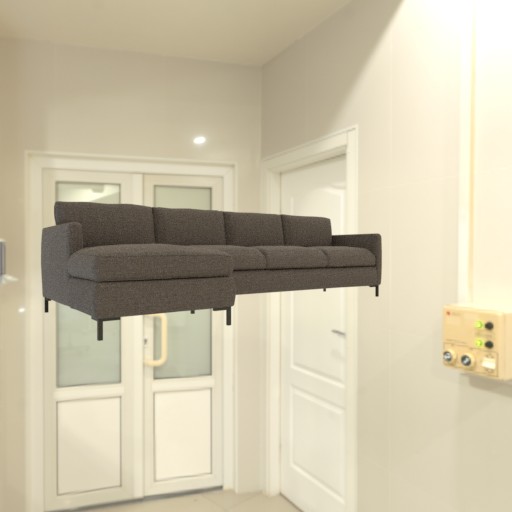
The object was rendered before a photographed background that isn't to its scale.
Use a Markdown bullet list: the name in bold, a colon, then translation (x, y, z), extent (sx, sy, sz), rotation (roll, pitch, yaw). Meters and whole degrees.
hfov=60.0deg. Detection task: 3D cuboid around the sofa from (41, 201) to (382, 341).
- **sofa**: translation (0.000, 0.000, 3.279), extent (2.731, 0.754, 1.258), rotation (0, 1, -37)
